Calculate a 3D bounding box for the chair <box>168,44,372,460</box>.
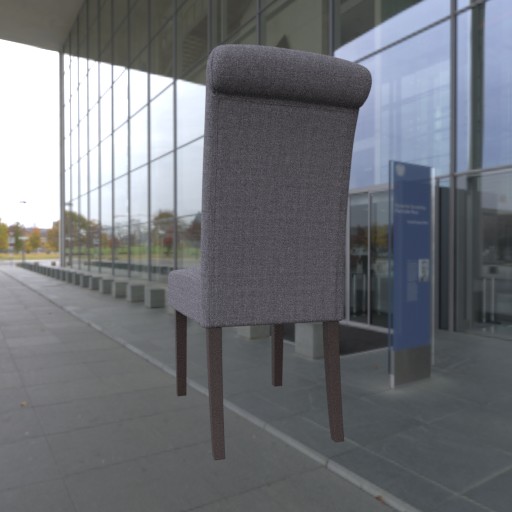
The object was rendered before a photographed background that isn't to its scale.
[{"bbox_3d":[0.000,0.000,1.360,0.456,1.006,0.671,0,1,-18],"label":"chair"}]
